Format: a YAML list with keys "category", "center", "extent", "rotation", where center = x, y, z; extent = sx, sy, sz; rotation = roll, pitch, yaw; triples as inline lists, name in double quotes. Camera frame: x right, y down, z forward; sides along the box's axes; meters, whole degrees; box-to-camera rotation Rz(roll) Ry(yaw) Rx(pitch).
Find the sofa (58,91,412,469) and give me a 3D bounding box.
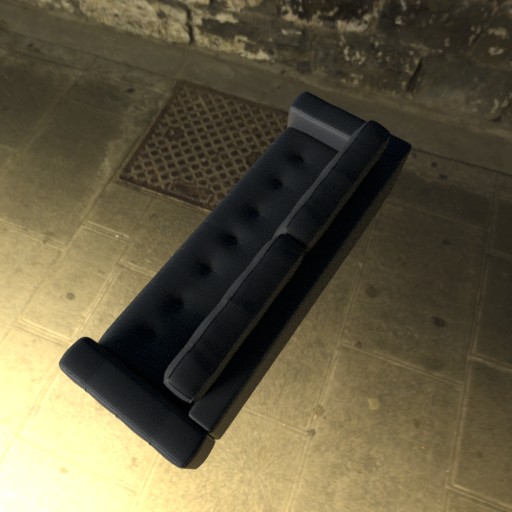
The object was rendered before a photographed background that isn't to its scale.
- category: "sofa"
  center: [0.000, 0.000, 2.629]
  extent: [0.833, 0.893, 2.275]
  rotation: [33, 68, 15]
